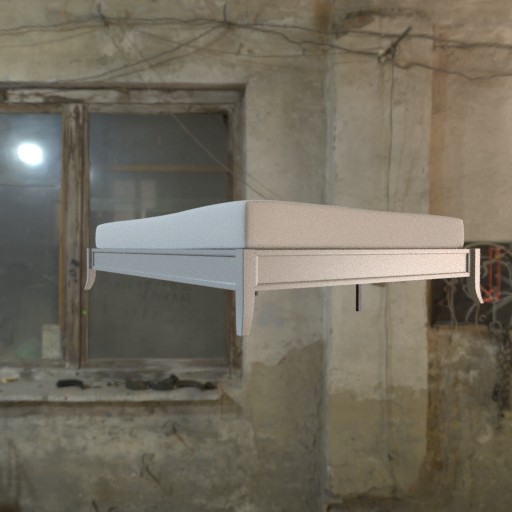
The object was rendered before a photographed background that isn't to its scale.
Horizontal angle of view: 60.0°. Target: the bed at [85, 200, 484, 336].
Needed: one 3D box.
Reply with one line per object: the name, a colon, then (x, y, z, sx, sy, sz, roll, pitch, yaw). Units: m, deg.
bed: (0.000, 0.000, 2.852, 1.604, 0.510, 2.108, -1, 1, -35)
